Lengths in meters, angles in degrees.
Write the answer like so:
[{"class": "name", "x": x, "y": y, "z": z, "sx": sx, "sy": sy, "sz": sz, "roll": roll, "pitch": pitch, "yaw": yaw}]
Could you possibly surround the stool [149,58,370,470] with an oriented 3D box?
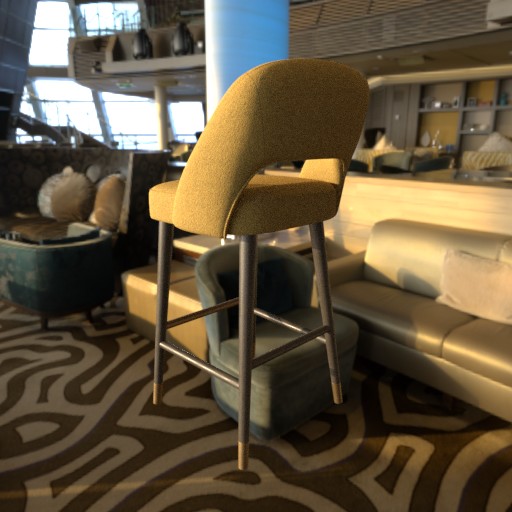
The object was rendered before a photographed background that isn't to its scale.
[{"class": "stool", "x": 0.000, "y": 0.000, "z": 1.326, "sx": 0.536, "sy": 1.032, "sz": 0.522, "roll": -14, "pitch": 21, "yaw": -42}]
